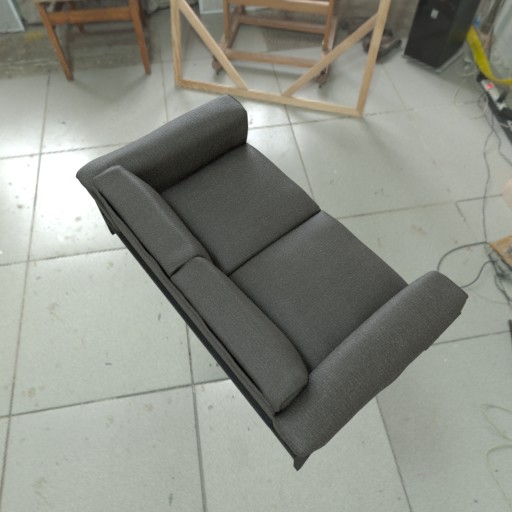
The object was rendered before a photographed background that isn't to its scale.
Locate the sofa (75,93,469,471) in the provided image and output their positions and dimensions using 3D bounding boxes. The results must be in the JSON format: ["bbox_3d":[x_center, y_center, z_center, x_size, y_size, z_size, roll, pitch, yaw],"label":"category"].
[{"bbox_3d":[0.000,0.000,2.179,0.960,0.656,1.690,-35,64,-19],"label":"sofa"}]
